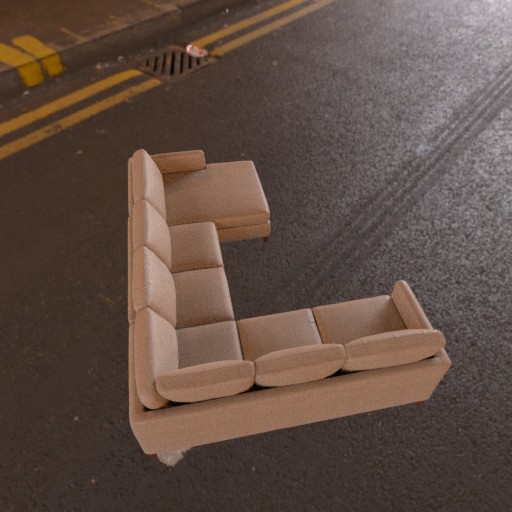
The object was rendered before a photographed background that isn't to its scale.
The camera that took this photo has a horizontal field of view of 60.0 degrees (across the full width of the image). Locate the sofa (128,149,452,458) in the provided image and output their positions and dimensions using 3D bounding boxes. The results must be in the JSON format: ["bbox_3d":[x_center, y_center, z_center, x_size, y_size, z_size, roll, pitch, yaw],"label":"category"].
[{"bbox_3d":[0.000,0.000,4.721,2.594,0.961,3.460,-8,48,-8],"label":"sofa"}]
